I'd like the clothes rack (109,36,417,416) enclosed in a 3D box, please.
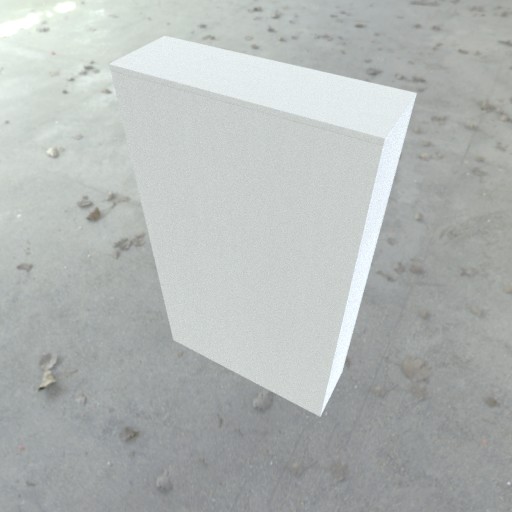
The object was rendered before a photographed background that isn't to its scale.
[{"bbox_3d":[0.000,0.000,1.566,0.750,1.280,0.250,22,49,20],"label":"clothes rack"}]
